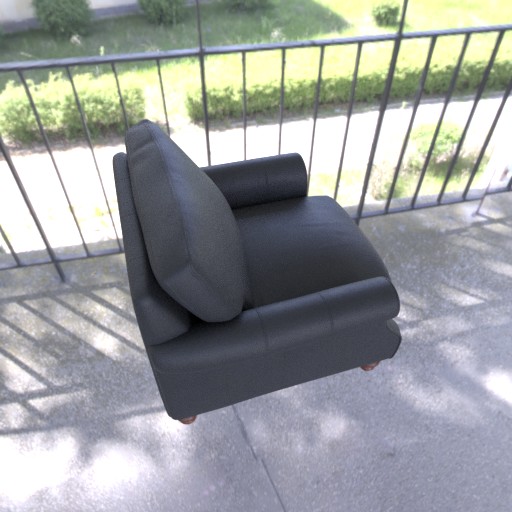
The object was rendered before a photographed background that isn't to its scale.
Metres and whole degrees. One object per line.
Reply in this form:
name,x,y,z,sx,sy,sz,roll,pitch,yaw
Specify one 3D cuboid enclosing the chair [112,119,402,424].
chair,0.000,0.000,1.793,1.027,0.960,1.015,-9,46,-9
